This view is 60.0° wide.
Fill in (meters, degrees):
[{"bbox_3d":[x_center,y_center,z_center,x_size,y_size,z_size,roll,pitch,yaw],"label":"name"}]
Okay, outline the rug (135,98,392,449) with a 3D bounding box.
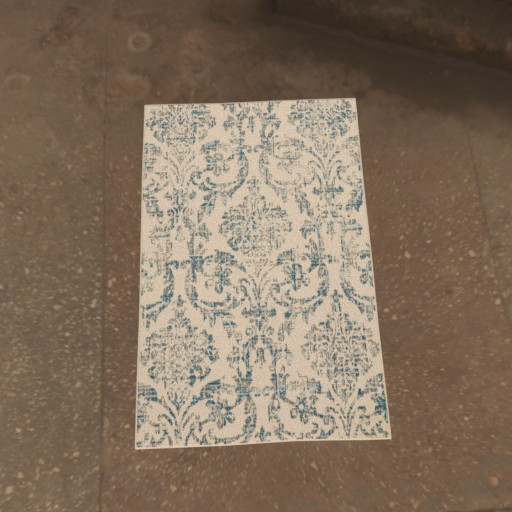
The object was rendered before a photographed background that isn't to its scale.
[{"bbox_3d":[0.000,0.000,2.315,1.213,0.012,1.831,-2,76,-1],"label":"rug"}]
